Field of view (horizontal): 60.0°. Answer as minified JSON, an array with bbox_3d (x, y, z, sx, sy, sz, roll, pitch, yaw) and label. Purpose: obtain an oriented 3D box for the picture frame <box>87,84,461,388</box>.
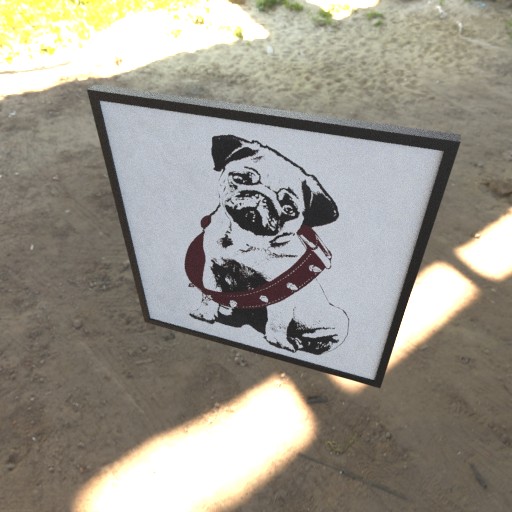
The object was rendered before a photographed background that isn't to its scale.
[{"bbox_3d":[0.000,0.000,1.142,0.775,0.775,0.032,13,42,14],"label":"picture frame"}]
